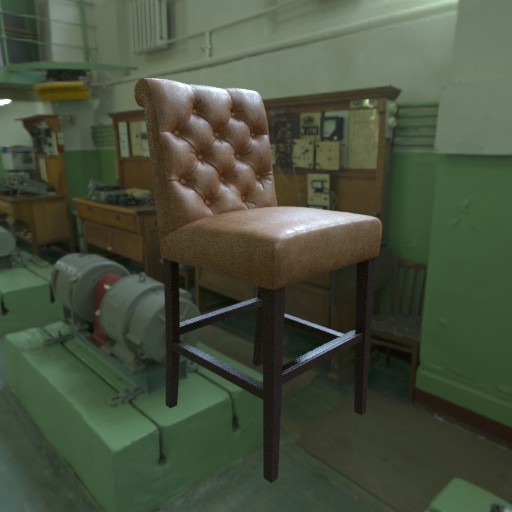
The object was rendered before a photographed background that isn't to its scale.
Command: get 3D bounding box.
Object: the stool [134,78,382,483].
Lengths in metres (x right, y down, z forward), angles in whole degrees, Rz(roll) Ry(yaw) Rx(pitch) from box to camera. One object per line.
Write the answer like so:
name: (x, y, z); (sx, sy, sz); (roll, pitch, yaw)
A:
stool: (0.000, 0.000, 1.378); (0.493, 1.047, 0.601); (-13, 19, -43)
